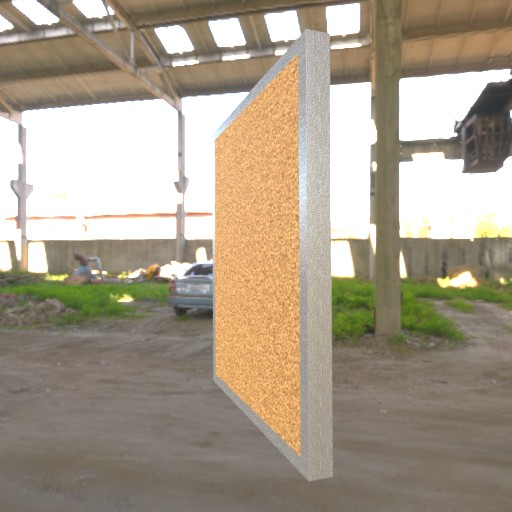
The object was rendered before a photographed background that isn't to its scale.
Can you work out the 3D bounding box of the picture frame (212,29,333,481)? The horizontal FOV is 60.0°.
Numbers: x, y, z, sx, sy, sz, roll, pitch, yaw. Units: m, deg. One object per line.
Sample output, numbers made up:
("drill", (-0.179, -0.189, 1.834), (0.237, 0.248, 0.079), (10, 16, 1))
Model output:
("picture frame", (0.000, 0.000, 0.529), (0.027, 0.378, 0.327), (0, -1, -19))
